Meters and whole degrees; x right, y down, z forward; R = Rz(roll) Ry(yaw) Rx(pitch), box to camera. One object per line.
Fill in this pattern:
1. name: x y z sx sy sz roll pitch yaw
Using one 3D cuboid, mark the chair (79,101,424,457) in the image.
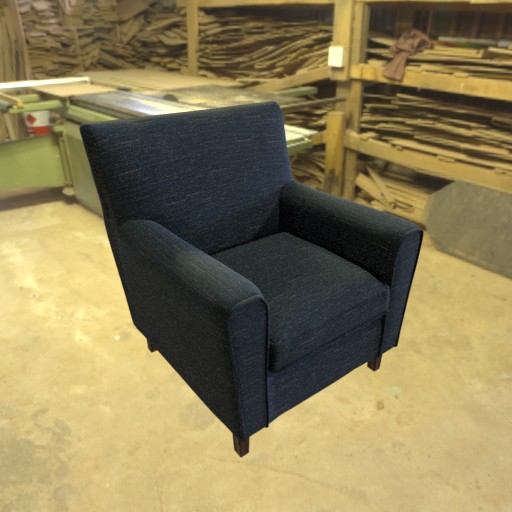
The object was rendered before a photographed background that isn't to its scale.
1. chair: 0.000 0.000 1.638 0.864 0.928 0.873 -19 33 -33
